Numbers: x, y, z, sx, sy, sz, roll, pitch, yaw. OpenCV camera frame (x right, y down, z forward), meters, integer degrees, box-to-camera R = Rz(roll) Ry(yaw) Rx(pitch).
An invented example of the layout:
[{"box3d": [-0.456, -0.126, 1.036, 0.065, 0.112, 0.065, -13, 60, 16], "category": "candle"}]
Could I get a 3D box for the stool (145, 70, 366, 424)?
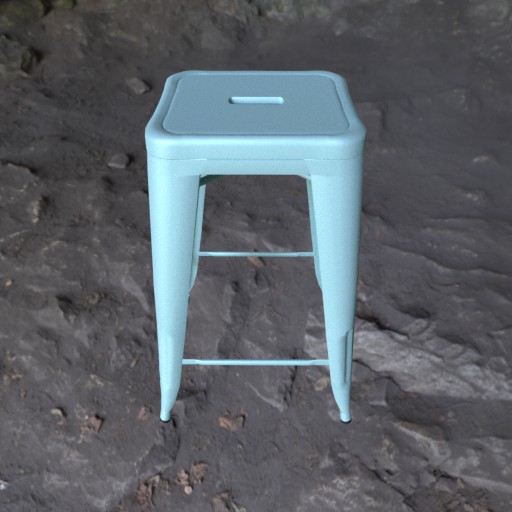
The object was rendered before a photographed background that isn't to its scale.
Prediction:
[{"box3d": [0.000, 0.000, 0.847, 0.399, 0.609, 0.359, 0, 41, 0], "category": "stool"}]
